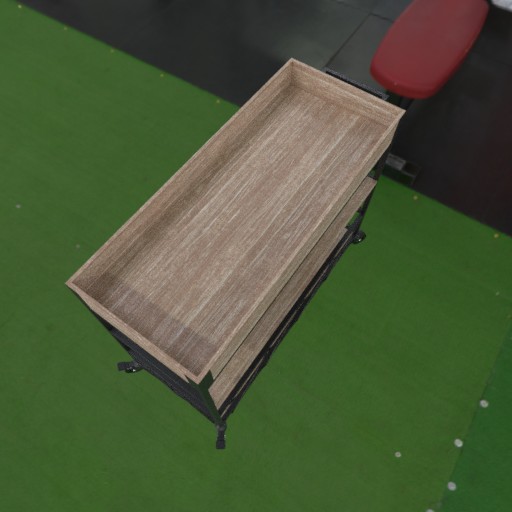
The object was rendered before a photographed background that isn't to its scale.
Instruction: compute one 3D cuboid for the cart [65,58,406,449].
[{"bbox_3d":[0.000,0.000,1.510,0.500,0.787,1.101,32,66,16],"label":"cart"}]
